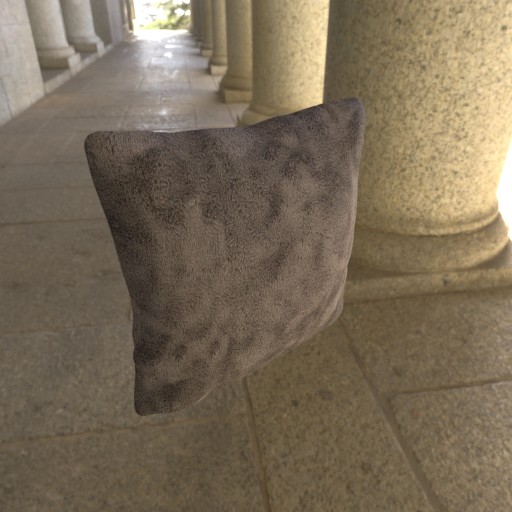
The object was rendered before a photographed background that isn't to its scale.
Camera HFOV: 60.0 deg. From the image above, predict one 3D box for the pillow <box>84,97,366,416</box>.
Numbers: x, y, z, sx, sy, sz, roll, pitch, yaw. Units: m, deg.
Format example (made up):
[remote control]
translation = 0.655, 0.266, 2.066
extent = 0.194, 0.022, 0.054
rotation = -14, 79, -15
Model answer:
[pillow]
translation = 0.000, 0.000, 0.804
extent = 0.522, 0.520, 0.204
rotation = -21, 36, -32
